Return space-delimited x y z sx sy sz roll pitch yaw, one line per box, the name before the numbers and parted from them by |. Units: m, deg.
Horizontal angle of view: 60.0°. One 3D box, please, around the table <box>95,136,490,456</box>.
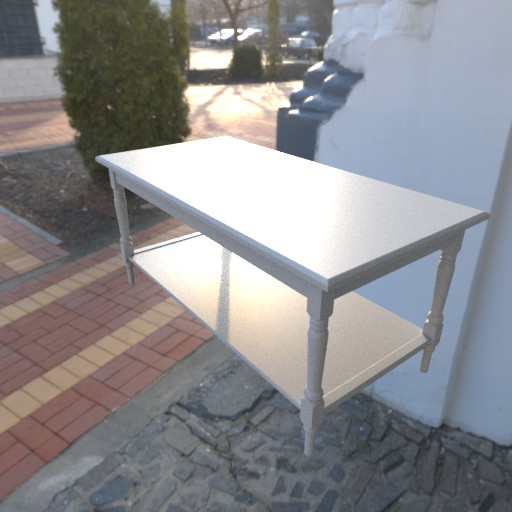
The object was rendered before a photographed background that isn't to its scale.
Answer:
table | 0.000 0.000 1.406 0.551 0.506 1.109 -19 32 -33
